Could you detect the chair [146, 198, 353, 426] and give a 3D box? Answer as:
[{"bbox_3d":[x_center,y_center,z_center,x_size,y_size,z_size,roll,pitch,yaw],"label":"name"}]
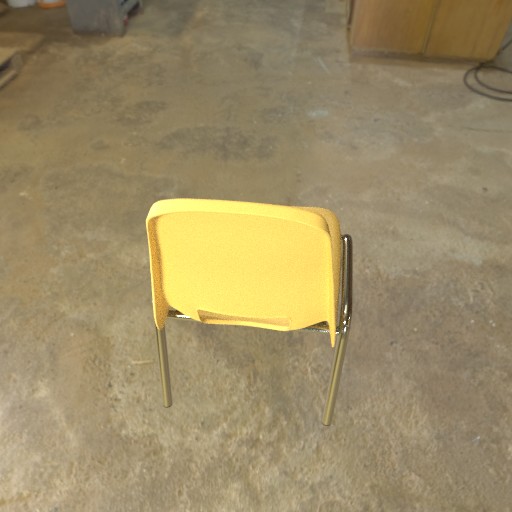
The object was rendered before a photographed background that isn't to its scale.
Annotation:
[{"bbox_3d":[0.000,0.000,0.781,0.354,0.536,0.385,5,46,5],"label":"chair"}]
